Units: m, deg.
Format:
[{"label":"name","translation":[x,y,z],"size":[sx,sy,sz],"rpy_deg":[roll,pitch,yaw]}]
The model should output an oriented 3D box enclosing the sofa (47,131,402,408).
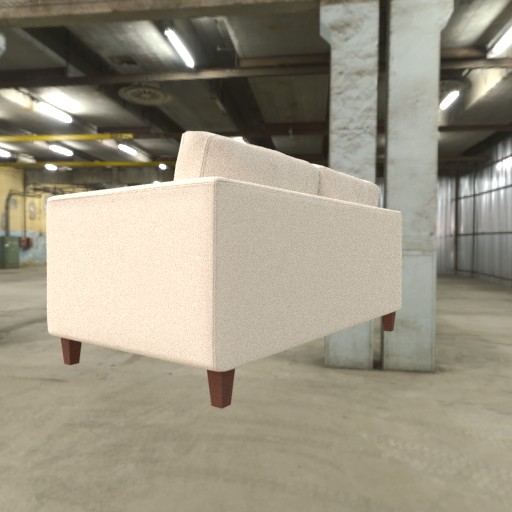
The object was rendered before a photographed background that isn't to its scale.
[{"label":"sofa","translation":[0.000,0.000,2.224],"size":[0.964,0.888,1.702],"rpy_deg":[1,2,36]}]
